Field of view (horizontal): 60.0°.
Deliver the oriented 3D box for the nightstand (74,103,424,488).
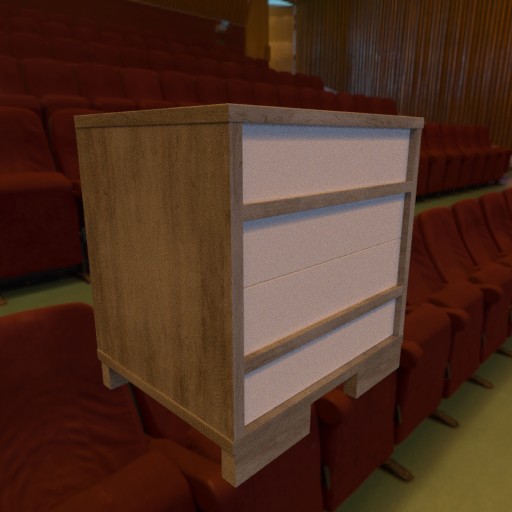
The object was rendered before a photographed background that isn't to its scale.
[{"bbox_3d":[0.000,0.000,0.747,0.347,0.448,0.427,14,20,43],"label":"nightstand"}]
